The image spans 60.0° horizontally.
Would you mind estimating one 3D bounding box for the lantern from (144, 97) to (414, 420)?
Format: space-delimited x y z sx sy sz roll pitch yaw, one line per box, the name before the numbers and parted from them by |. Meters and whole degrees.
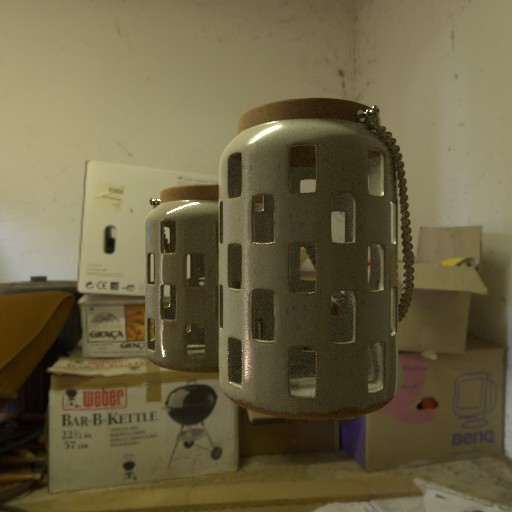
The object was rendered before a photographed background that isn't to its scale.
lantern | 0.000 0.000 0.494 0.184 0.255 0.347 0 0 -36
